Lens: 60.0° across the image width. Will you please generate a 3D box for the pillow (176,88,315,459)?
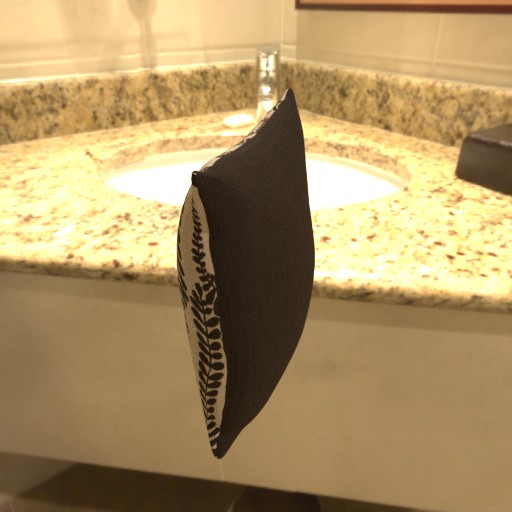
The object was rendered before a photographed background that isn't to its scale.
[{"bbox_3d":[0.000,0.000,0.705,0.182,0.441,0.440,8,31,14],"label":"pillow"}]
